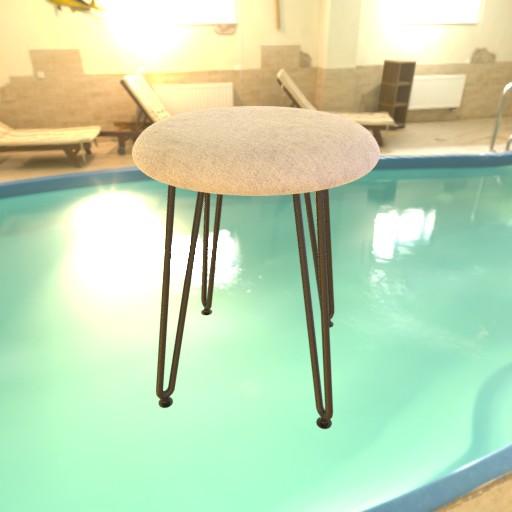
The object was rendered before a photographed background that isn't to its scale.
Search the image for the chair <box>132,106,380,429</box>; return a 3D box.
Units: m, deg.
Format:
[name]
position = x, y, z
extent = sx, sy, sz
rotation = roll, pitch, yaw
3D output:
[chair]
position = 0.000, 0.000, 0.643
extent = 0.350, 0.386, 0.350
rotation = -19, 33, -31
